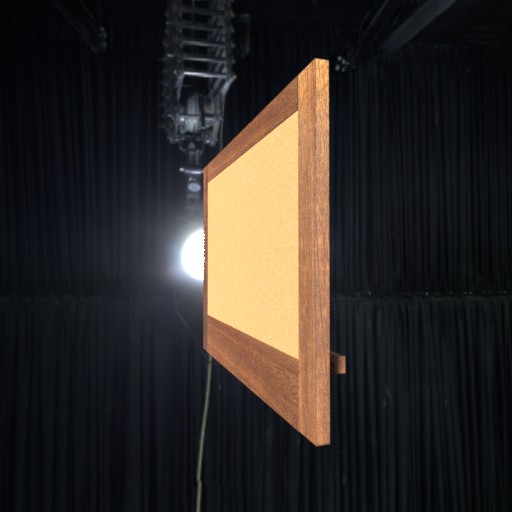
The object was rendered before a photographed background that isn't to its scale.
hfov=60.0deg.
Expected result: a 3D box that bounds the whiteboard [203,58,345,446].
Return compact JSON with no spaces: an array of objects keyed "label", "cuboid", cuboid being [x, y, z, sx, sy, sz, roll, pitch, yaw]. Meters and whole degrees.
[{"label":"whiteboard","cuboid":[0.000,0.000,1.021,0.083,0.559,0.783,0,-1,-19]}]
